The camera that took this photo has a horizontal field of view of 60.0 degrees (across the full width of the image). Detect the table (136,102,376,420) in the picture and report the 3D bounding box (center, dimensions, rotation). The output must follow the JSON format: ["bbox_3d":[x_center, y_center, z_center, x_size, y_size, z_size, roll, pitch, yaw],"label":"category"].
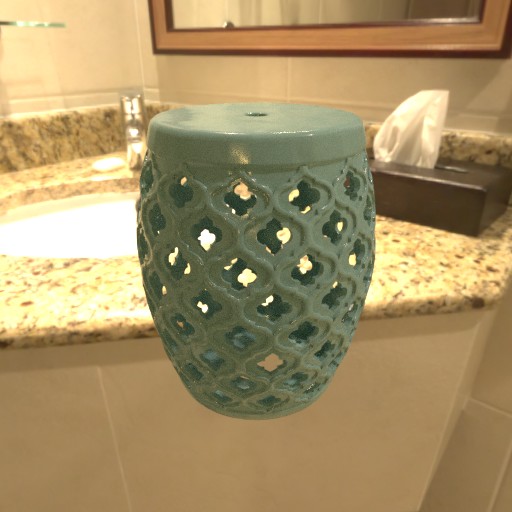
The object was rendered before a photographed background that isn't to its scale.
[{"bbox_3d":[0.000,0.000,0.632,0.325,0.388,0.325,0,26,0],"label":"table"}]
